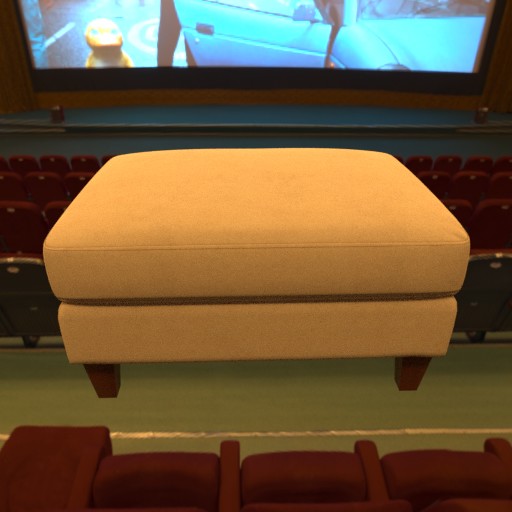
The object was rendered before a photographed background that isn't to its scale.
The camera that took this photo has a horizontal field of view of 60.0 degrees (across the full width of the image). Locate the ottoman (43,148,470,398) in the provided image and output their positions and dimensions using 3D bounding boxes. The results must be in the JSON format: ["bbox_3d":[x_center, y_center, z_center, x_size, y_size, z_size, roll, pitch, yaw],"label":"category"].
[{"bbox_3d":[0.000,0.000,1.174,0.864,0.483,0.584,-1,30,-2],"label":"ottoman"}]
